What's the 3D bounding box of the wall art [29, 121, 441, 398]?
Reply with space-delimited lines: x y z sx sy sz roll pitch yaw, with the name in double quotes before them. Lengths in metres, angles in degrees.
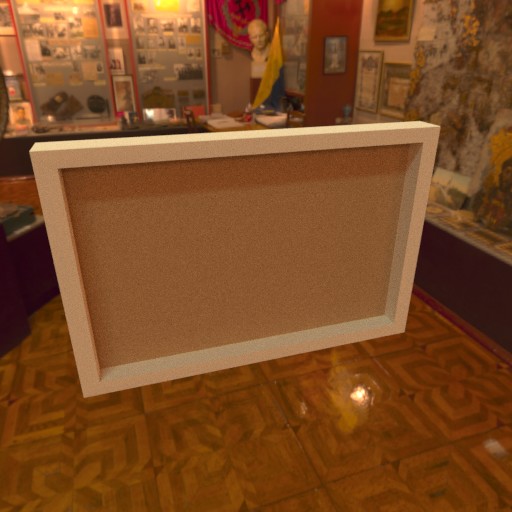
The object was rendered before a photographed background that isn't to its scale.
"wall art" 0.000 0.000 0.470 0.384 0.254 0.039 -8 27 -15
